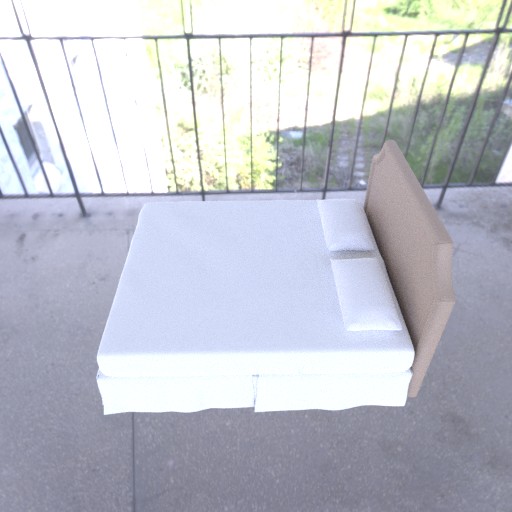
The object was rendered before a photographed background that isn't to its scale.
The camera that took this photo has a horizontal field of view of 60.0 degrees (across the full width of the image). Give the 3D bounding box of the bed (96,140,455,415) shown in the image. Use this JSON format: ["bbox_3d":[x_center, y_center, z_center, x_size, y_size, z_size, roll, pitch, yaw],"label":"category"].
[{"bbox_3d":[0.000,0.000,4.229,2.773,1.590,2.350,-1,40,-1],"label":"bed"}]
